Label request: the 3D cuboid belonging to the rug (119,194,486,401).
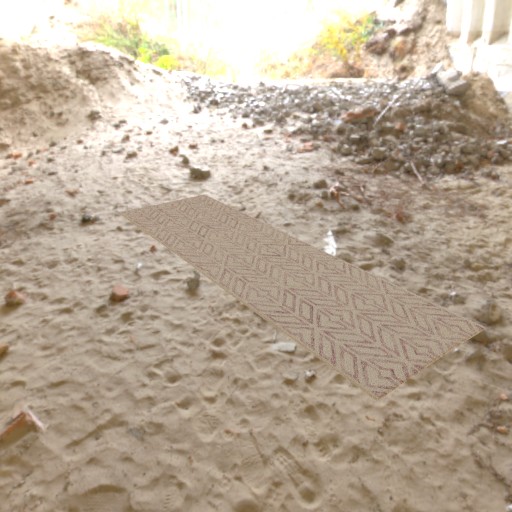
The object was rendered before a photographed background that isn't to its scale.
[{"bbox_3d":[0.000,0.000,2.659,0.750,0.009,2.435,-18,31,-33],"label":"rug"}]
